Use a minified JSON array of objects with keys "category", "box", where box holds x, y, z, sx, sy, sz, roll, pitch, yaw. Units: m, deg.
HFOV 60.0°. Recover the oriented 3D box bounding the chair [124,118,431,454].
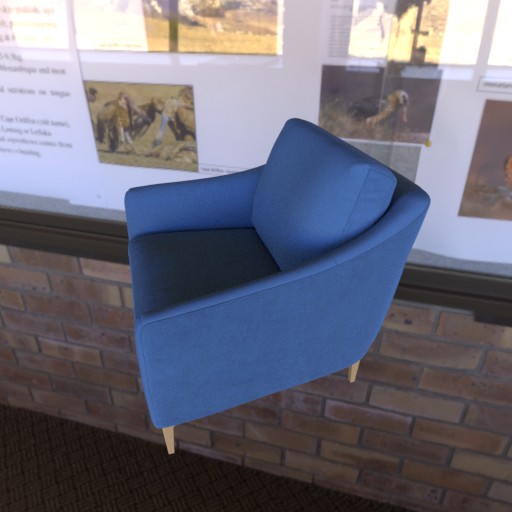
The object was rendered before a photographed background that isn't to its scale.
[{"category":"chair","box":[0.000,0.000,1.719,0.961,0.899,0.987,-8,31,-14]}]
